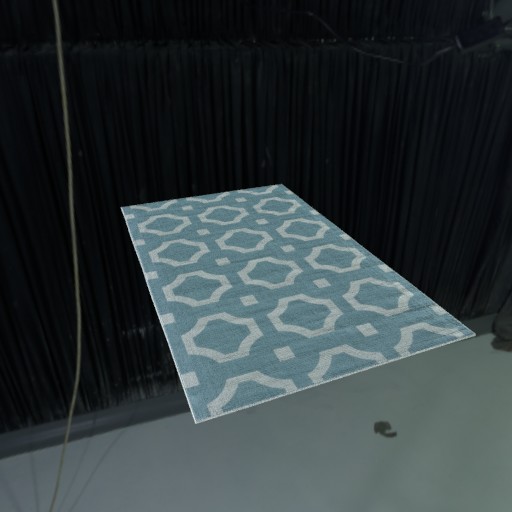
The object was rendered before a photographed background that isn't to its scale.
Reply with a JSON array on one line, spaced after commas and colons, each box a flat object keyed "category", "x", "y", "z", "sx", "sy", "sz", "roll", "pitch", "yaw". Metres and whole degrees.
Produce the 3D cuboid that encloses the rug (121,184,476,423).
[{"category": "rug", "x": 0.000, "y": 0.000, "z": 3.079, "sx": 1.528, "sy": 0.015, "sz": 2.443, "roll": -11, "pitch": 31, "yaw": -19}]
